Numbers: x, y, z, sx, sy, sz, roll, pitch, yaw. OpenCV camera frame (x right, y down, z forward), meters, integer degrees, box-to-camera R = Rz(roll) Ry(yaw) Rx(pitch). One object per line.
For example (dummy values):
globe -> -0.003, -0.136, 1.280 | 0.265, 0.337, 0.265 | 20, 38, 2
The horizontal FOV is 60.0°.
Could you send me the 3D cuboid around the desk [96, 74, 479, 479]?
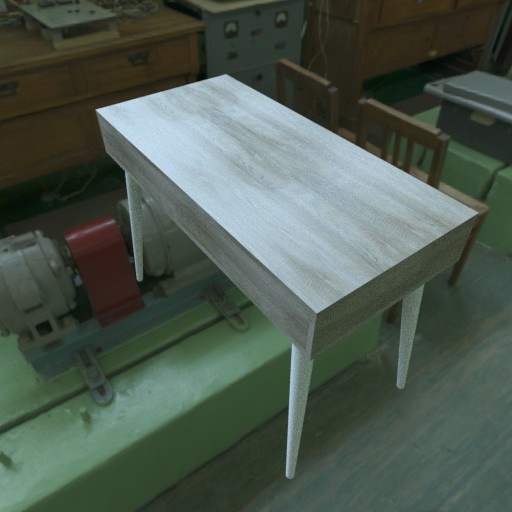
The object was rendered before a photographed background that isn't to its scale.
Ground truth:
desk -> 0.000, 0.000, 1.385 | 0.491, 0.723, 0.979 | -27, 49, -26
